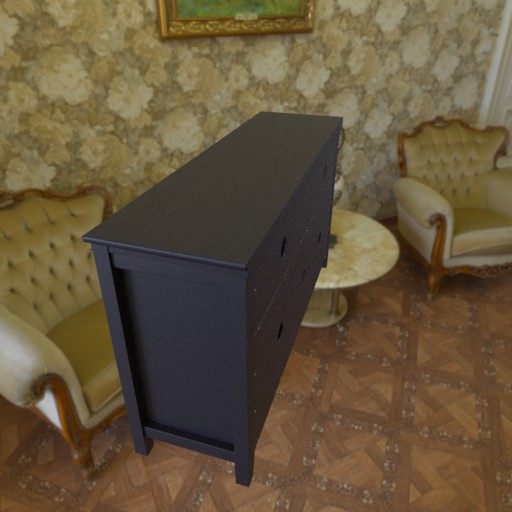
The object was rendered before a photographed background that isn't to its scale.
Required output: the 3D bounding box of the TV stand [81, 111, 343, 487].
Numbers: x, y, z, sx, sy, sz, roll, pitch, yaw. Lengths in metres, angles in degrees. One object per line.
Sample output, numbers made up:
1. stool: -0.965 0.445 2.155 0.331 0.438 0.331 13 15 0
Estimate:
1. TV stand: 0.000 0.000 1.485 0.347 0.681 1.198 9 31 15
